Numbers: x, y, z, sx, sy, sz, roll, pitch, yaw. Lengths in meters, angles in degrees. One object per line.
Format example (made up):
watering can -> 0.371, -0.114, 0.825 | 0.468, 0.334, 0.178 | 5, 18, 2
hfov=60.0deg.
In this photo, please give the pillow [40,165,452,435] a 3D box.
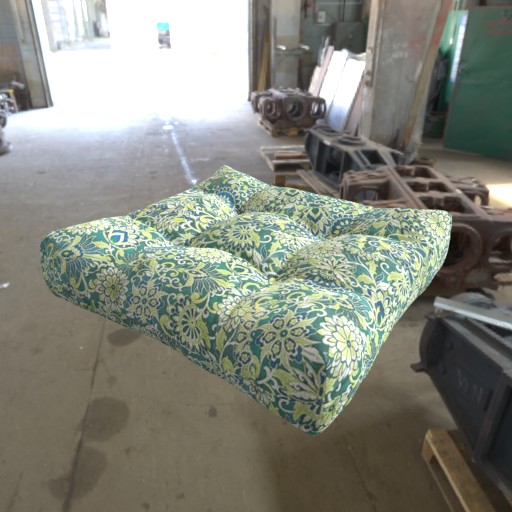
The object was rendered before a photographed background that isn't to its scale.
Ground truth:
pillow -> 0.000, 0.000, 0.704 | 0.490, 0.128, 0.468 | 18, 32, 31
